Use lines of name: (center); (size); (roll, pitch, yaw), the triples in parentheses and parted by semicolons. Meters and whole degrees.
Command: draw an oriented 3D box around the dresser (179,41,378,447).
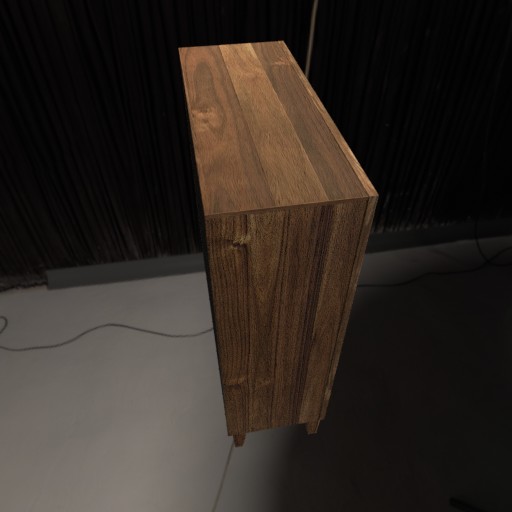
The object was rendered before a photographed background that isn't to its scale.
dresser: (0.000, 0.000, 1.926); (0.442, 1.393, 1.062); (-7, 45, -7)
